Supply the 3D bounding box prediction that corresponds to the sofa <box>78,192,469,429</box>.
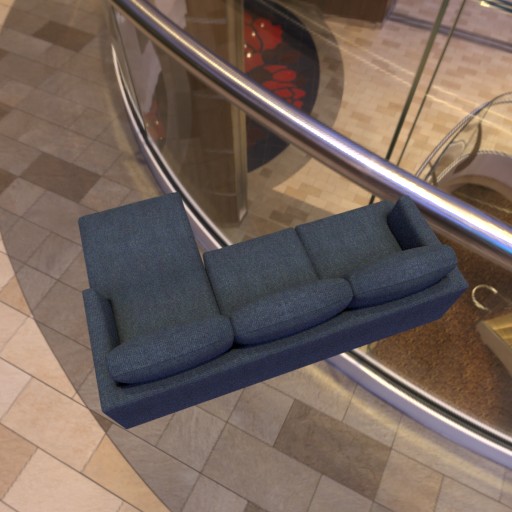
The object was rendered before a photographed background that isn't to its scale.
[{"bbox_3d":[0.000,0.000,3.029,2.233,0.956,1.504,-17,61,-10],"label":"sofa"}]
